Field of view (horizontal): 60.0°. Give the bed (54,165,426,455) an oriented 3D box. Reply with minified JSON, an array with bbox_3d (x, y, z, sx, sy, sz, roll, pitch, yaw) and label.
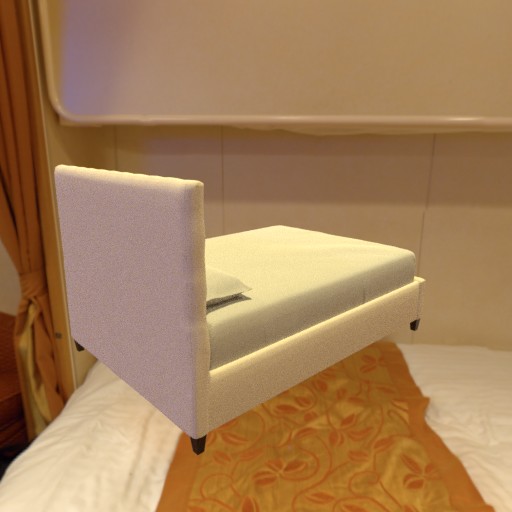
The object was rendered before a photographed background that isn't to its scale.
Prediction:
[{"bbox_3d":[0.000,0.000,3.486,2.387,1.427,1.698,-13,20,-41],"label":"bed"}]
